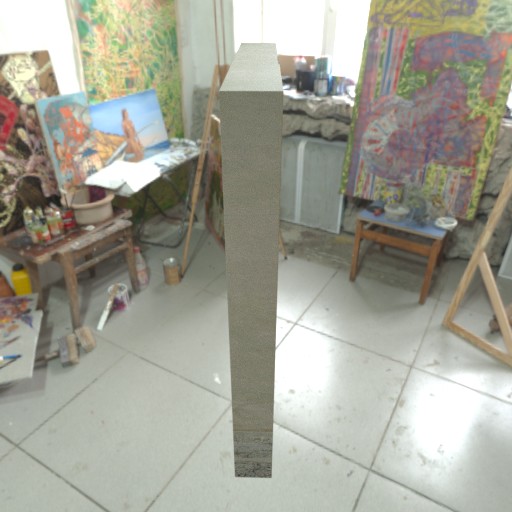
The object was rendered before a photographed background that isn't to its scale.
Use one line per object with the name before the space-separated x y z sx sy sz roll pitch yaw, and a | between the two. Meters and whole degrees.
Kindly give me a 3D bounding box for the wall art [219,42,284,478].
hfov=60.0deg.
wall art | 0.000 0.000 0.466 0.038 0.381 0.254 1 31 1
